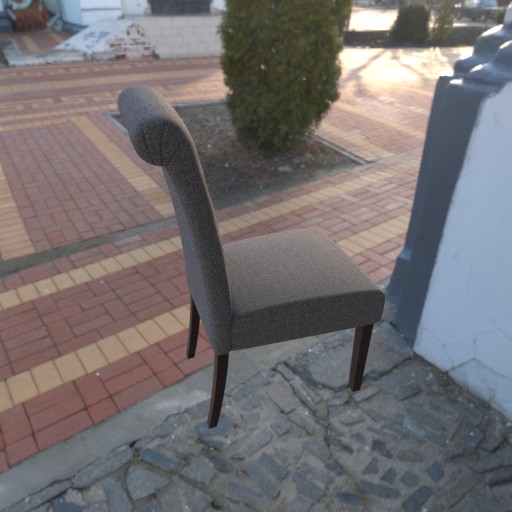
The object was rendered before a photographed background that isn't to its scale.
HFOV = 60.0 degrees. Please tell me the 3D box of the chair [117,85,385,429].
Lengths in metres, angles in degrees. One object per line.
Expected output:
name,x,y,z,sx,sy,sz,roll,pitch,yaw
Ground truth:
chair,0.000,0.000,1.380,0.671,1.006,0.456,-10,32,-17
